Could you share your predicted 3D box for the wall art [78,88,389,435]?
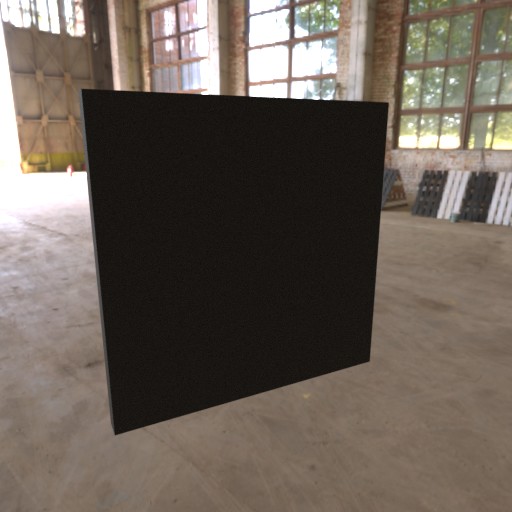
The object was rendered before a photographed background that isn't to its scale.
[{"bbox_3d":[0.000,0.000,0.678,0.462,0.458,0.030,-8,17,-26],"label":"wall art"}]
